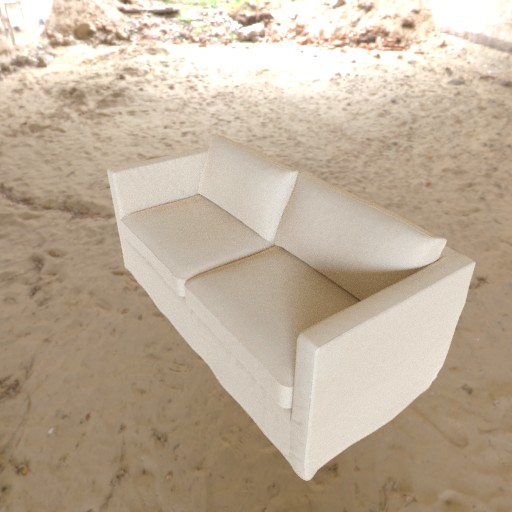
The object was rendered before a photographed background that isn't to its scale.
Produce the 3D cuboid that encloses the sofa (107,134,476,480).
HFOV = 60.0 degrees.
[{"bbox_3d":[0.000,0.000,2.483,0.940,0.870,1.987,-21,38,-29],"label":"sofa"}]
